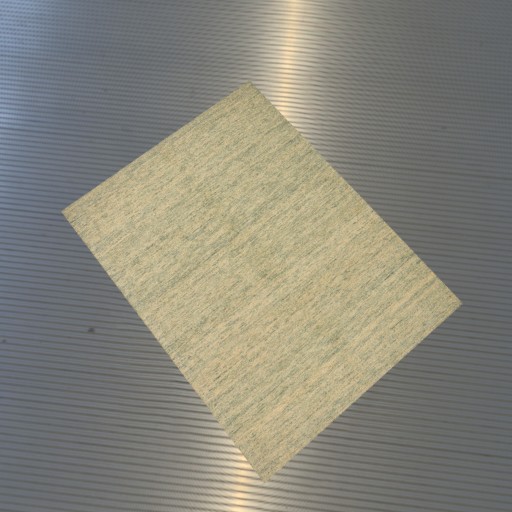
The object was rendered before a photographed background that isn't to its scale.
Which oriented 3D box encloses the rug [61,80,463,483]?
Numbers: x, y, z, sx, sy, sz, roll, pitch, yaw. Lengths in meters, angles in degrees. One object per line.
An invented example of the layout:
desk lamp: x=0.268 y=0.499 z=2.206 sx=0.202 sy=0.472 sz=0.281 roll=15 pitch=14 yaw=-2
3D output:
rug: x=0.000 y=0.000 z=4.319 sx=2.437 sy=0.014 sz=3.201 roll=-38 pitch=77 yaw=-10
